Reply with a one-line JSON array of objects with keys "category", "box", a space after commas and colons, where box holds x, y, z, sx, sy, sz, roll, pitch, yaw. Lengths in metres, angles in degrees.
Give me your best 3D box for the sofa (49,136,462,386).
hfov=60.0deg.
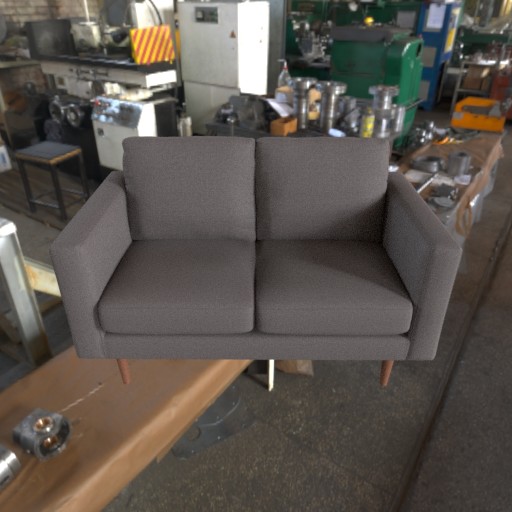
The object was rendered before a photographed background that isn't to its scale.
[{"category": "sofa", "box": [0.000, 0.000, 1.936, 1.430, 0.908, 0.796, 0, 31, 0]}]
